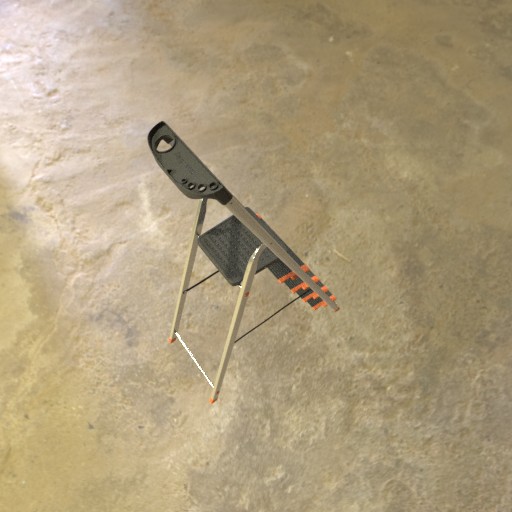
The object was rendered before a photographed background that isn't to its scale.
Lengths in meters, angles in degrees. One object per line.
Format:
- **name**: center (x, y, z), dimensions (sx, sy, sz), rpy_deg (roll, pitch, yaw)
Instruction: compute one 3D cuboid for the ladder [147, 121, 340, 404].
- **ladder**: center (0.000, 0.000, 2.089), dimensions (0.995, 1.646, 0.480), rpy_deg (-33, 64, -18)
